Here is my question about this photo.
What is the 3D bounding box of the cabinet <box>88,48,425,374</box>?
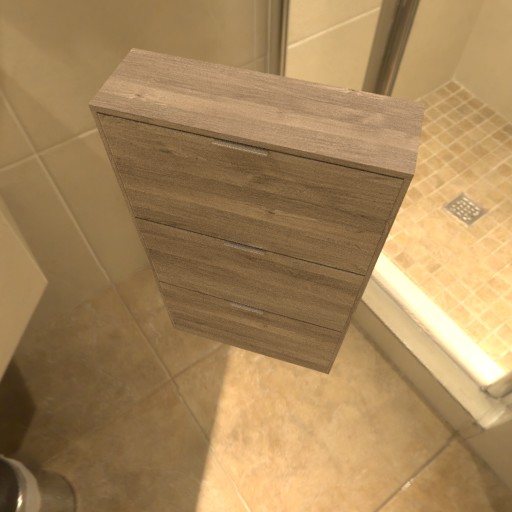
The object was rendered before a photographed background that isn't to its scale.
[{"bbox_3d":[0.000,0.000,1.565,0.750,1.280,0.250,15,58,9],"label":"cabinet"}]
